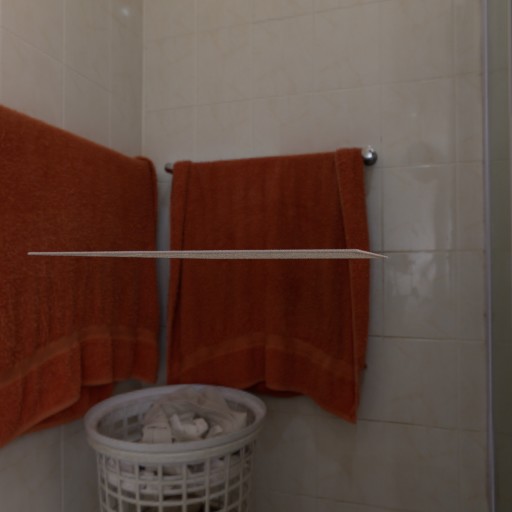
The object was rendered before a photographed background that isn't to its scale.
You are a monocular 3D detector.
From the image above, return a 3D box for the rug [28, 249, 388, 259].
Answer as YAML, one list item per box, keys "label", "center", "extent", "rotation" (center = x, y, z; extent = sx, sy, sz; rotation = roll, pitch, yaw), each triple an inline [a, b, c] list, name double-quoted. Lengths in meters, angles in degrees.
- label: "rug"
  center: [0.000, 0.000, 2.980]
  extent: [1.600, 0.013, 2.260]
  rotation: [0, -1, 19]
